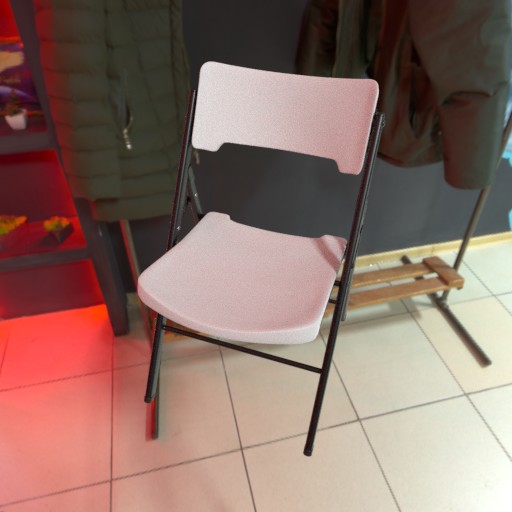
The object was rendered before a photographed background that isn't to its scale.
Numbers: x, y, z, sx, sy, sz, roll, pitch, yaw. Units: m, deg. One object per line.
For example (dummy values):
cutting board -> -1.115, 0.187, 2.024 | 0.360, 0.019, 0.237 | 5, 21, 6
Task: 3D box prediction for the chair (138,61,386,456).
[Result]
chair -> 0.000, 0.000, 1.111 | 0.482, 0.765, 0.577 | 13, 42, 14
